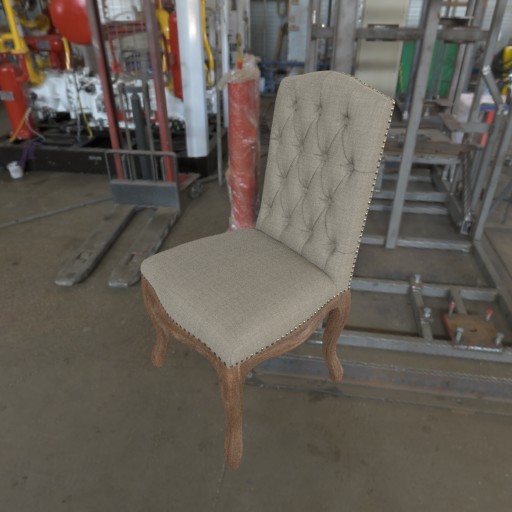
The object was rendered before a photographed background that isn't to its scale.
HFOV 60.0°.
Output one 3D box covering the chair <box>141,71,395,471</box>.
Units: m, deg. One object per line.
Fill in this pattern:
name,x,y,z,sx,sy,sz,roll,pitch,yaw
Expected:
chair,0.000,0.000,1.603,0.731,1.191,0.637,-21,37,-30
